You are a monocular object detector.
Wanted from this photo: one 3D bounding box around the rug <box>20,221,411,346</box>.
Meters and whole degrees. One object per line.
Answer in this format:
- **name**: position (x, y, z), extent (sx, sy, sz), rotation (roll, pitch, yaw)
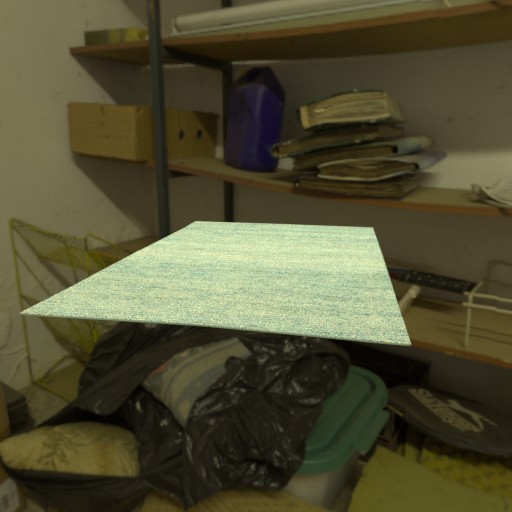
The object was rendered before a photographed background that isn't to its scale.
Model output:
- **rug**: position (0.000, 0.000, 4.981), extent (2.802, 0.052, 4.078), rotation (3, 15, 11)
